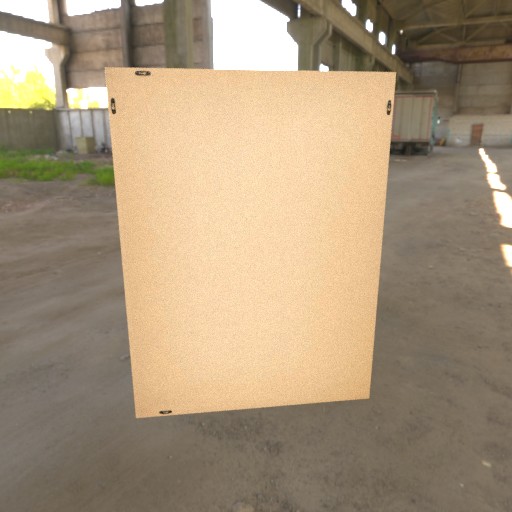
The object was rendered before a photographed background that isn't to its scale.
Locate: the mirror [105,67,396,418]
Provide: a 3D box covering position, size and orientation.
[{"bbox_3d":[0.000,0.000,1.307,0.762,1.016,0.041,-2,16,-8],"label":"mirror"}]
